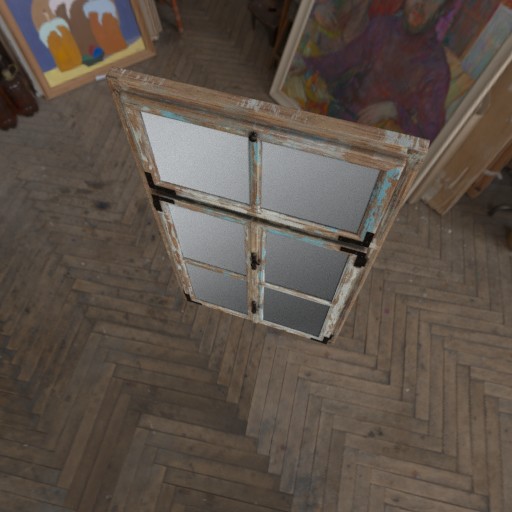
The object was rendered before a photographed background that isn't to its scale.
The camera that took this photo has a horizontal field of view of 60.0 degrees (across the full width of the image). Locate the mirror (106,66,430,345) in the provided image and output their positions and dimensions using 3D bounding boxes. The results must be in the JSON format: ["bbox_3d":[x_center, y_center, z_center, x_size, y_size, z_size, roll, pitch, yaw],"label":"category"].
[{"bbox_3d":[0.000,0.000,1.454,0.707,1.213,0.083,16,62,9],"label":"mirror"}]
